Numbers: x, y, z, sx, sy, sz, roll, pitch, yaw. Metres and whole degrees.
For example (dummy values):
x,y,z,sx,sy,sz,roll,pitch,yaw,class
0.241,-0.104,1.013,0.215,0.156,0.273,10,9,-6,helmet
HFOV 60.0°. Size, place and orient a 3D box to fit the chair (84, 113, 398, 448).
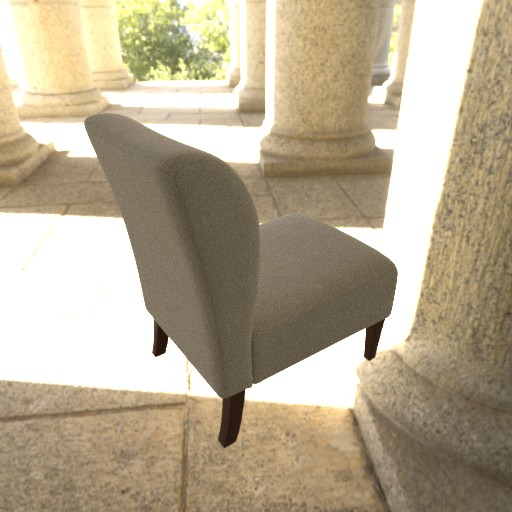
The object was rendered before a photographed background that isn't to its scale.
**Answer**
x,y,z,sx,sy,sz,roll,pitch,yaw,class
0.000,0.000,1.340,0.754,0.833,0.521,-18,33,-30,chair
